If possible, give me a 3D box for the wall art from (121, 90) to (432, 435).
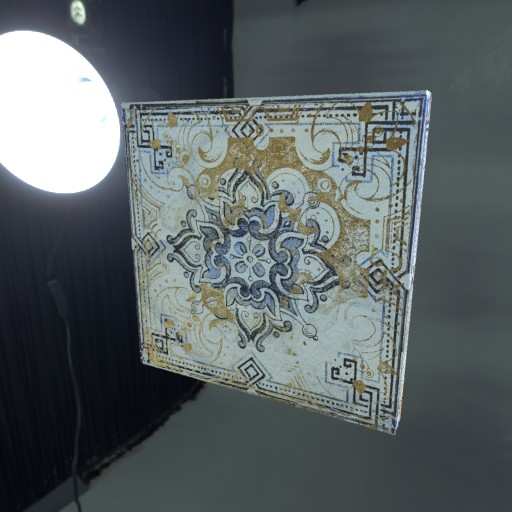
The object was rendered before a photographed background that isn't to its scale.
[{"bbox_3d":[0.000,0.000,0.610,0.411,0.410,0.038,8,17,26],"label":"wall art"}]
